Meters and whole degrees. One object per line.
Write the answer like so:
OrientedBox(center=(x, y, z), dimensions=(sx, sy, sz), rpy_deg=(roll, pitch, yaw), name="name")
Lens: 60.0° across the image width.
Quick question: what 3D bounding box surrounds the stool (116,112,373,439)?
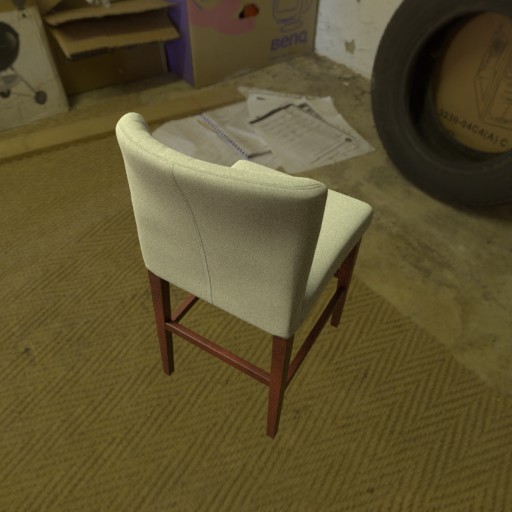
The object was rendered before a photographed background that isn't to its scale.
OrientedBox(center=(0.000, 0.000, 1.267), dimensions=(0.479, 0.968, 0.568), rpy_deg=(24, 51, 21), name="stool")
